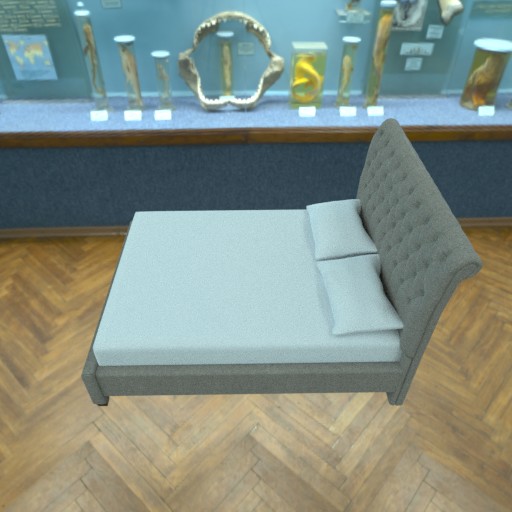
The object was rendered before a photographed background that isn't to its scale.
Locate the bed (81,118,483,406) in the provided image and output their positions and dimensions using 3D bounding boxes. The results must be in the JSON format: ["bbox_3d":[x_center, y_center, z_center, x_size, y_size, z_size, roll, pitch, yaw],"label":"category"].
[{"bbox_3d":[0.000,0.000,3.238,2.252,1.371,1.645,-1,41,-1],"label":"bed"}]
